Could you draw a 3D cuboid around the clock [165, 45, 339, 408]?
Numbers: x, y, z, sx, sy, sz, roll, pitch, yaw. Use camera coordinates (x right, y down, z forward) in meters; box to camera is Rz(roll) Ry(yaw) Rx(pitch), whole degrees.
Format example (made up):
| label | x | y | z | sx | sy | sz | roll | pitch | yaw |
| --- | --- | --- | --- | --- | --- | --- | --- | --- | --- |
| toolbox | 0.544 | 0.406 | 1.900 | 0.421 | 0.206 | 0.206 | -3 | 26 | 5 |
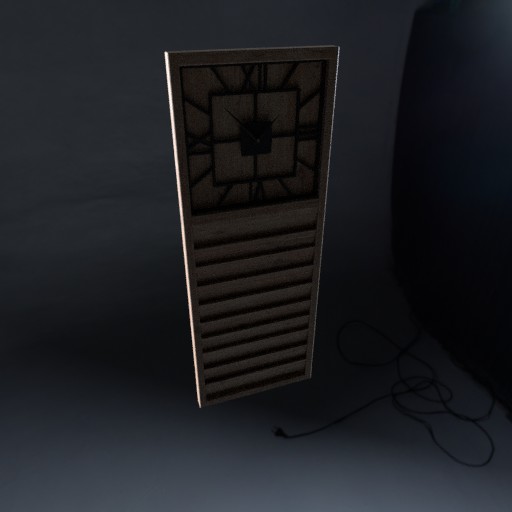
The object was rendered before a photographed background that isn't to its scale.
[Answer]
| label | x | y | z | sx | sy | sz | roll | pitch | yaw |
| --- | --- | --- | --- | --- | --- | --- | --- | --- | --- |
| clock | 0.000 | 0.000 | 1.135 | 0.361 | 0.965 | 0.030 | -10 | 32 | -17 |
